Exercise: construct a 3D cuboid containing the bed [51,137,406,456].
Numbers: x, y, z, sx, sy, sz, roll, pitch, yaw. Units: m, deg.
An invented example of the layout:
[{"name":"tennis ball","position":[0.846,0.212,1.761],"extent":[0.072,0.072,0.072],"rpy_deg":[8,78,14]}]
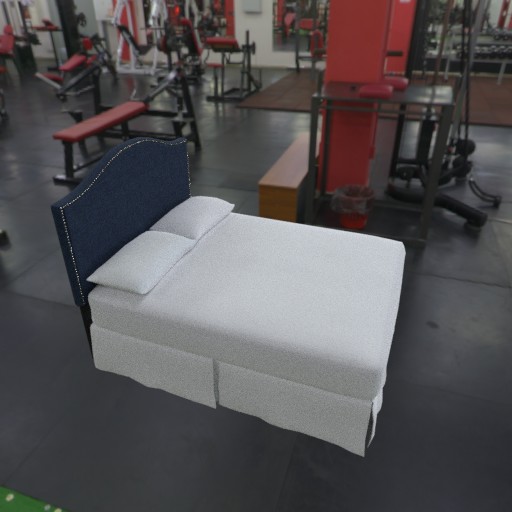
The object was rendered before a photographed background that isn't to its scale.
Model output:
[{"name":"bed","position":[0.000,0.000,3.331],"extent":[2.153,1.518,1.725],"rpy_deg":[11,32,18]}]
